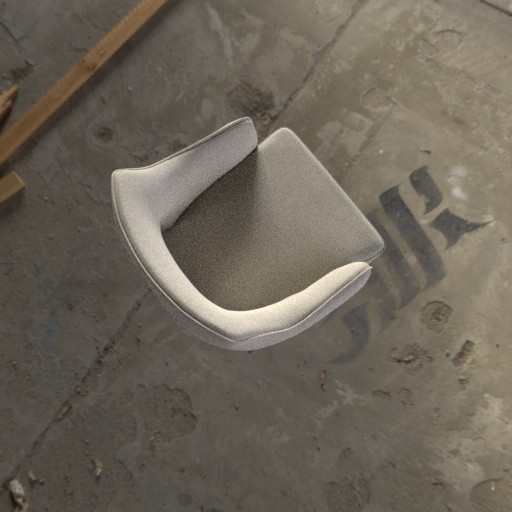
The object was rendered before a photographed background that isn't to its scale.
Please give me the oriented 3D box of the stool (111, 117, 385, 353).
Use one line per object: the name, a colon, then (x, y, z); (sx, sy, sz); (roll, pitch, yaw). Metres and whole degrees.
stool: (0.000, 0.000, 1.380); (0.560, 1.041, 0.550); (-35, 78, -8)
